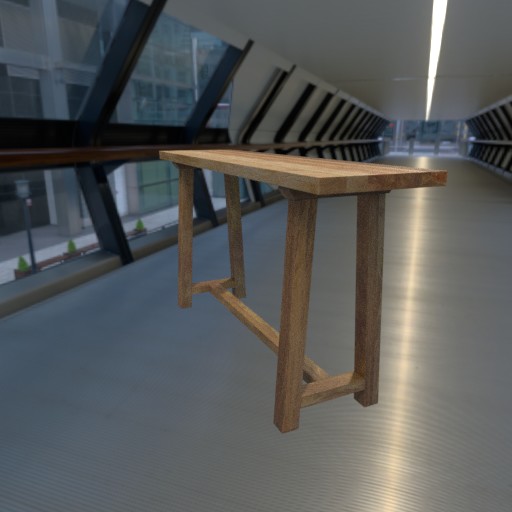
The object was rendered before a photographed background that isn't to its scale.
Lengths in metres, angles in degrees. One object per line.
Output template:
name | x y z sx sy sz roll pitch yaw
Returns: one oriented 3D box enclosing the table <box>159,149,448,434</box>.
table | 0.000 0.000 1.867 0.405 0.810 1.524 -7 17 -24
